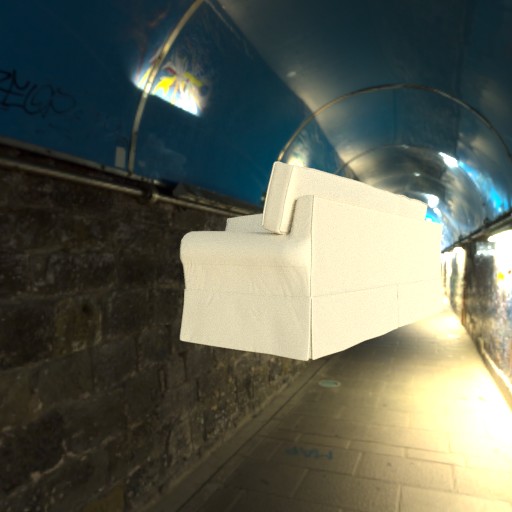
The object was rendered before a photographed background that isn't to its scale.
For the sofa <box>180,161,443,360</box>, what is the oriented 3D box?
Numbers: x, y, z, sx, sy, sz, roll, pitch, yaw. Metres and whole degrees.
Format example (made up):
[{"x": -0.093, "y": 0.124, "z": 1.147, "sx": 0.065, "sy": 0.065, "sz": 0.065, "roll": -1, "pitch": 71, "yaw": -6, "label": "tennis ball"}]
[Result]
[{"x": 0.000, "y": 0.000, "z": 3.993, "sx": 2.591, "sy": 1.070, "sz": 2.597, "roll": 0, "pitch": 0, "yaw": 37, "label": "sofa"}]
